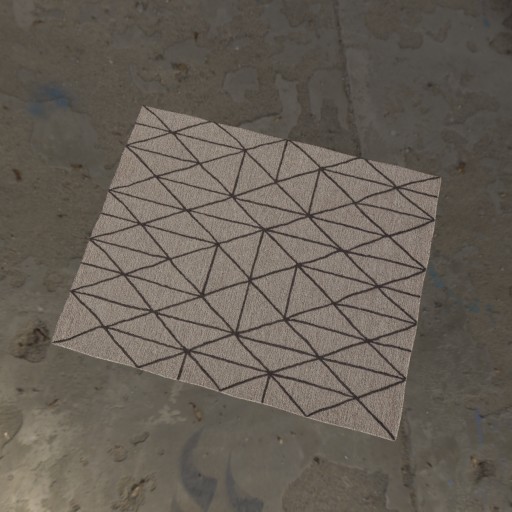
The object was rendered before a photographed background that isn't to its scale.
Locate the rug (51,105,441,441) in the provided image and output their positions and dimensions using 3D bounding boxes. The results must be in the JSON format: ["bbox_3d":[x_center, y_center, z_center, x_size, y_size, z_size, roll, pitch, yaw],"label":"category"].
[{"bbox_3d":[0.000,0.000,4.053,3.061,0.022,2.468,15,75,4],"label":"rug"}]
